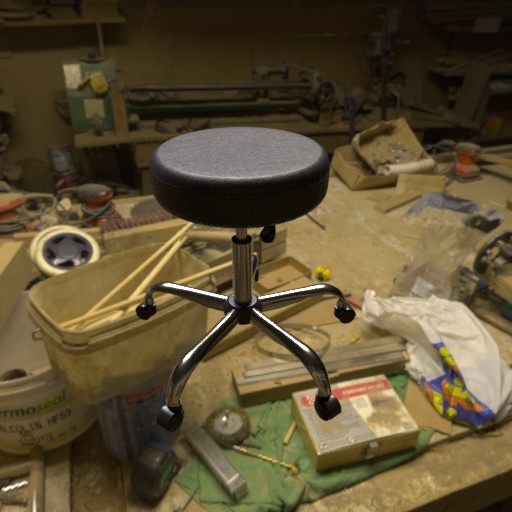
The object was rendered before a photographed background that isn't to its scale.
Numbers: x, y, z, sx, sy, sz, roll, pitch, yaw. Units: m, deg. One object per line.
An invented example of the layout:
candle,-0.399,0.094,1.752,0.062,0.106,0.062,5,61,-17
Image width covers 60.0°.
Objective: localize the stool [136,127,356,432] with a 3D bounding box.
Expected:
stool,0.000,0.000,1.148,0.638,0.576,0.673,-10,32,-16
